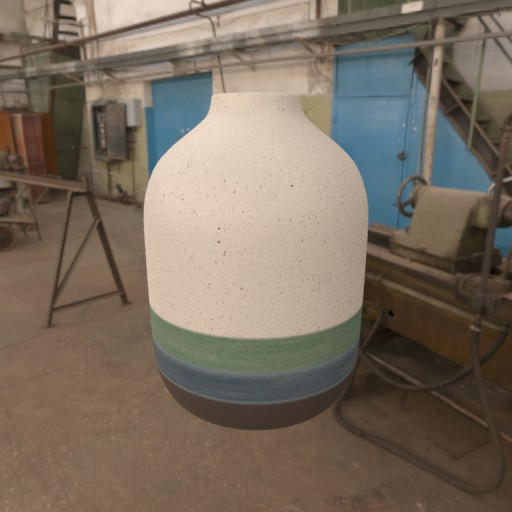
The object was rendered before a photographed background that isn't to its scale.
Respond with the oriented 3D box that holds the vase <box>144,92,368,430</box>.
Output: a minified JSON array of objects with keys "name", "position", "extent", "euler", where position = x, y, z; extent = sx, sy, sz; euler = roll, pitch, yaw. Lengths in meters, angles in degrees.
[{"name":"vase","position":[0.000,0.000,0.352],"extent":[0.169,0.240,0.169],"euler":[0,16,0]}]
